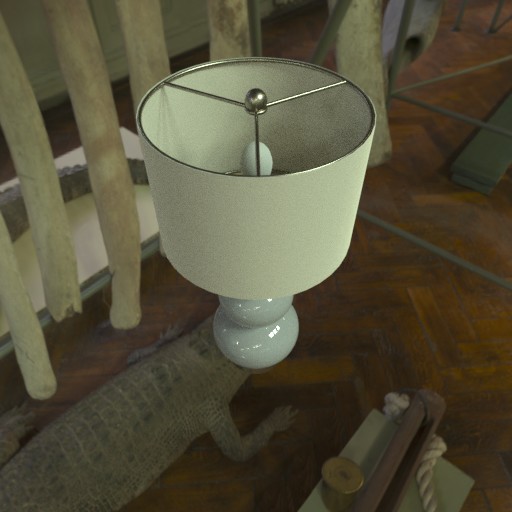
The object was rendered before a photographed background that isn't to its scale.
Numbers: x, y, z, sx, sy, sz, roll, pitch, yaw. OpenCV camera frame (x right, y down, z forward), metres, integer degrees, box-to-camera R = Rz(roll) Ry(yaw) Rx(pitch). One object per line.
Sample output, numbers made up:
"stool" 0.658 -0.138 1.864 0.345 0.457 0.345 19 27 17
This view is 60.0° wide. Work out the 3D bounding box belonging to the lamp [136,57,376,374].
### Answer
"lamp" 0.000 0.000 0.933 0.367 0.730 0.367 32 54 27
